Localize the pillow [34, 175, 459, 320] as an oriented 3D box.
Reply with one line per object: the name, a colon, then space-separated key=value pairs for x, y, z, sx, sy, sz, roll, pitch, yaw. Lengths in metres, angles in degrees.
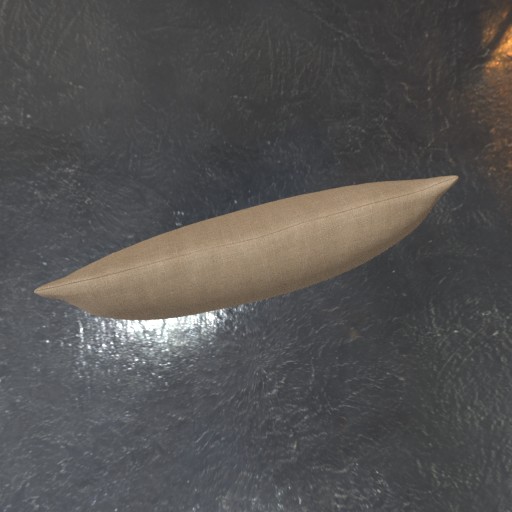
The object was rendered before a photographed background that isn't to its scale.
pillow: x=0.000 y=0.000 z=0.748 sx=0.612 sy=0.308 sz=0.148 roll=-16 pitch=77 yaw=-4
